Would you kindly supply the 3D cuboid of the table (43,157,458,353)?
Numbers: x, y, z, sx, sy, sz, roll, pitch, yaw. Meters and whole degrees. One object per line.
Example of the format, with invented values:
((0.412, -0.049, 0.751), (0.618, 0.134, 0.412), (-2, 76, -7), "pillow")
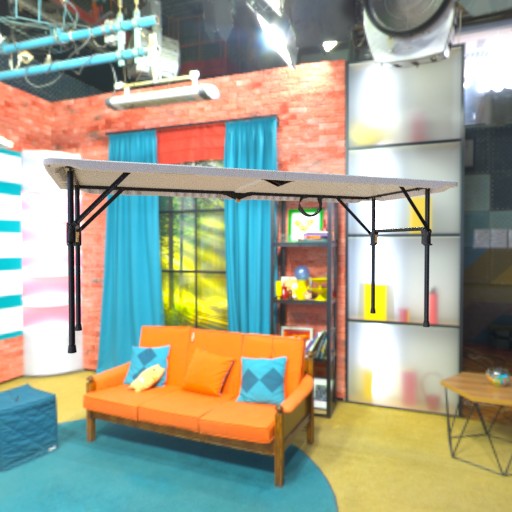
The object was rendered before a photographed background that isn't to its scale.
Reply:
((0.000, 0.000, 2.191), (1.829, 0.719, 0.761), (0, 1, -19), "table")
